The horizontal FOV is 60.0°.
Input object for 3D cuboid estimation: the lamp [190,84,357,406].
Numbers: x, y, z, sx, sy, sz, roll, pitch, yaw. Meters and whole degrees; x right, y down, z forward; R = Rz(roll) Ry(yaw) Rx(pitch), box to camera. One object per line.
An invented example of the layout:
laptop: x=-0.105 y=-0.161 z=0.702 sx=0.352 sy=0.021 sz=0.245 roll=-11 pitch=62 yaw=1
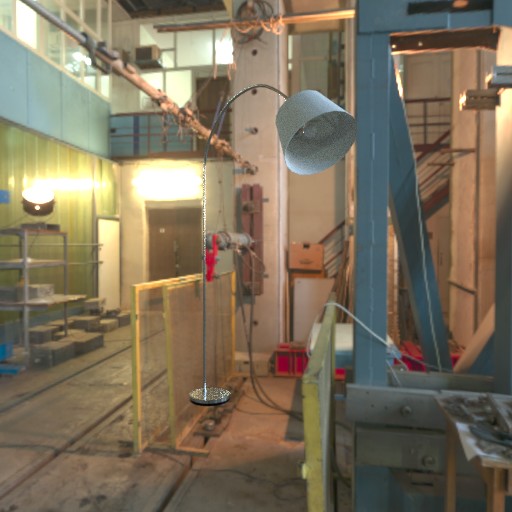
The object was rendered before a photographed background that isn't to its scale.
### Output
lamp: x=0.000 y=0.000 z=2.719 sx=0.406 sy=2.098 sz=1.445 roll=-1 pitch=2 yaw=-36
